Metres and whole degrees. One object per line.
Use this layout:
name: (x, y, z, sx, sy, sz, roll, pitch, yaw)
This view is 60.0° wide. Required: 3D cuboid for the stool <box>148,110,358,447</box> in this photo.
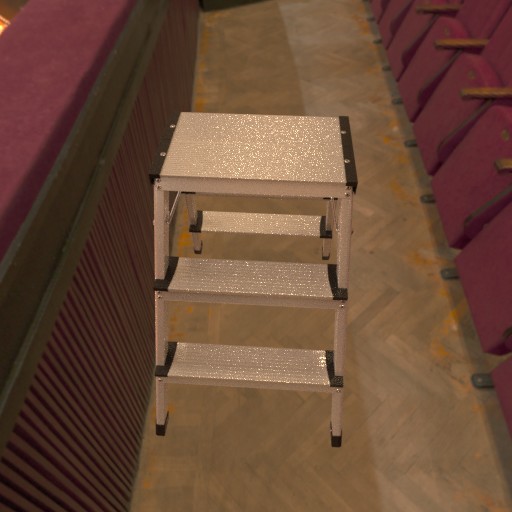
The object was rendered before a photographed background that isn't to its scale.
stool: (0.000, 0.000, 1.017, 0.437, 0.605, 0.622, 3, 48, 2)
